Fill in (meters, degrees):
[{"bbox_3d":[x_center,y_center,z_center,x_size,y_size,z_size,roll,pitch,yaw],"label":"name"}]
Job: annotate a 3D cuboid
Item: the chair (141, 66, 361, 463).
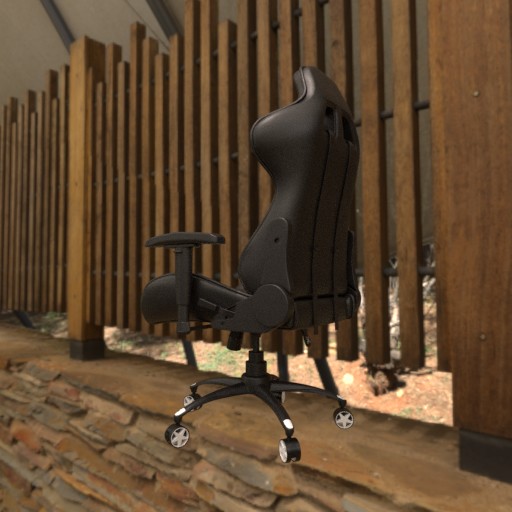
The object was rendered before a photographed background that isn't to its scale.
[{"bbox_3d":[0.000,0.000,1.693,0.695,1.285,0.730,-2,-3,36],"label":"chair"}]
